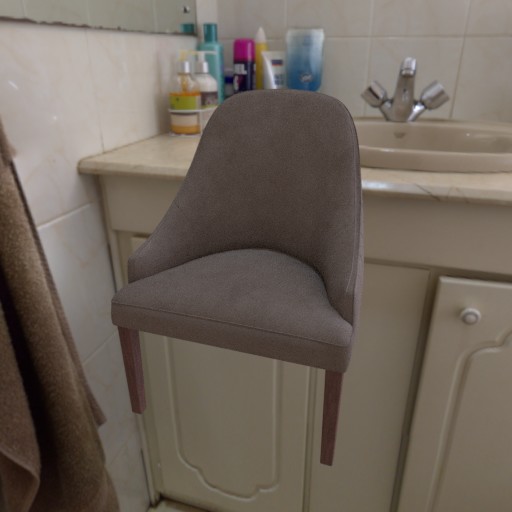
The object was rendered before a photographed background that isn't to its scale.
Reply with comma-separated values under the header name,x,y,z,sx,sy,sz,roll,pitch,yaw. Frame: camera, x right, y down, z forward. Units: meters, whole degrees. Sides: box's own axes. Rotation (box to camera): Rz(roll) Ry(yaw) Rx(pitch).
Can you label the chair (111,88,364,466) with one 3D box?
name,x,y,z,sx,sy,sz,roll,pitch,yaw
chair,0.000,0.000,1.297,0.643,0.889,0.575,8,25,17
